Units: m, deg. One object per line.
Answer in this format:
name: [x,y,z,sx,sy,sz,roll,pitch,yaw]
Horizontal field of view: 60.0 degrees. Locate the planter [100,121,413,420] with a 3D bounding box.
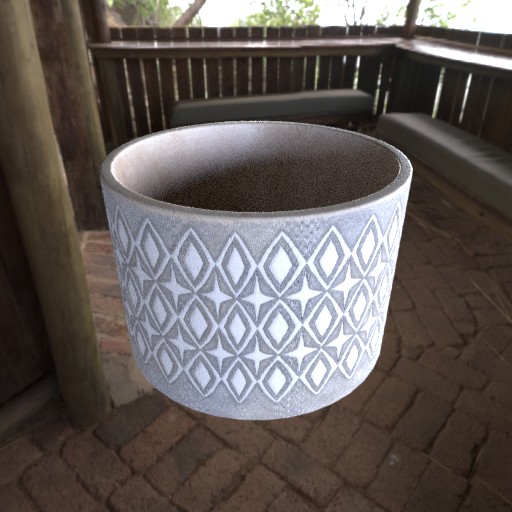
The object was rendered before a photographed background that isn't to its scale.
planter: [0.000,0.000,0.274,0.164,0.127,0.164,0,30,0]
